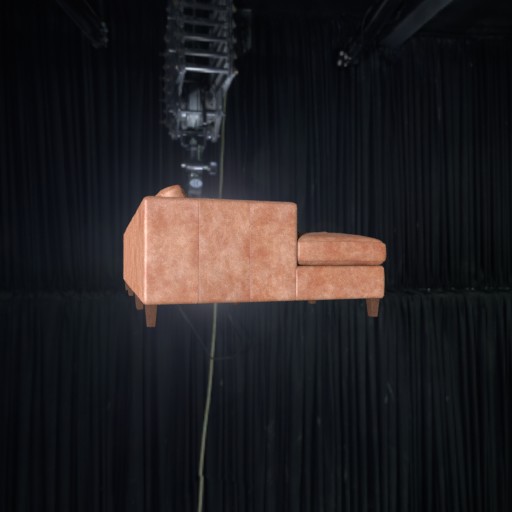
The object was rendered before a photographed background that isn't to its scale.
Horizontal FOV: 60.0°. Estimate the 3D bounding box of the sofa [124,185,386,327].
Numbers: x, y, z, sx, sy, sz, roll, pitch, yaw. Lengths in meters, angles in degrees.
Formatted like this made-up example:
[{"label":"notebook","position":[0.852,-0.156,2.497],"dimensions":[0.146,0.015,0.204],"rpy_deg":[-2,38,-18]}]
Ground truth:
[{"label":"sofa","position":[0.000,0.000,4.410],"dimensions":[2.430,0.832,3.401],"rpy_deg":[0,-1,-18]}]
